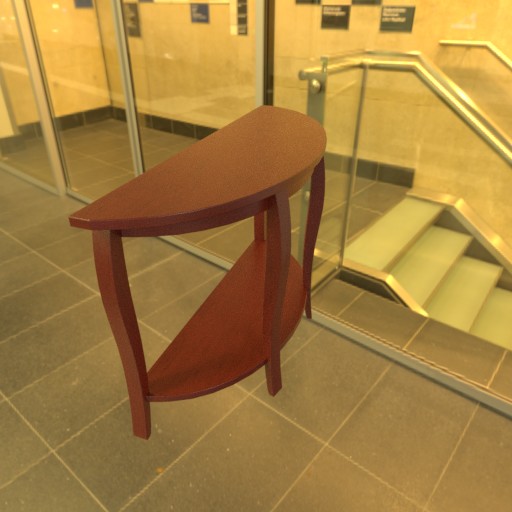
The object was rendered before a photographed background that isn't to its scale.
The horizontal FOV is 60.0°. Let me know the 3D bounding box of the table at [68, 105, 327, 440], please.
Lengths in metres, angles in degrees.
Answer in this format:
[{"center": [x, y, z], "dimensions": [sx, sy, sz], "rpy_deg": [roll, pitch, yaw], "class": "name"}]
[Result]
[{"center": [0.000, 0.000, 1.578], "dimensions": [0.405, 0.779, 1.219], "rpy_deg": [11, 32, 18], "class": "table"}]
